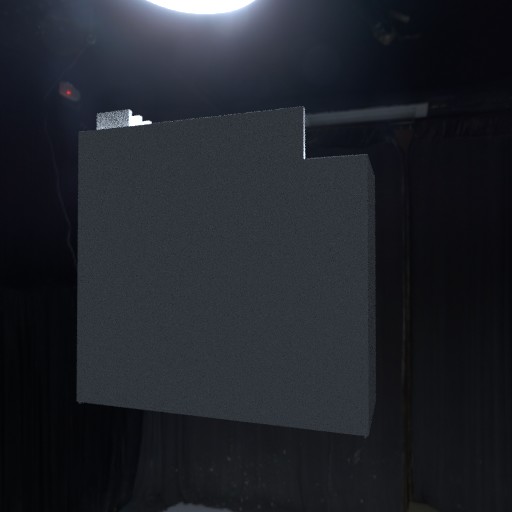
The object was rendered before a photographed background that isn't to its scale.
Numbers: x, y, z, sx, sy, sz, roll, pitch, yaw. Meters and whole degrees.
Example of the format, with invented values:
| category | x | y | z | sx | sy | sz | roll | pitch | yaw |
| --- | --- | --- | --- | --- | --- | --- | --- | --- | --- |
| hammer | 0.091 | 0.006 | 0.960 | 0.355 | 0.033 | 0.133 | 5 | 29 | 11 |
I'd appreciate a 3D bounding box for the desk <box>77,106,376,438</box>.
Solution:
| category | x | y | z | sx | sy | sz | roll | pitch | yaw |
| --- | --- | --- | --- | --- | --- | --- | --- | --- | --- |
| desk | 0.000 | 0.000 | 1.774 | 0.940 | 0.986 | 0.940 | 0 | -1 | 18 |
